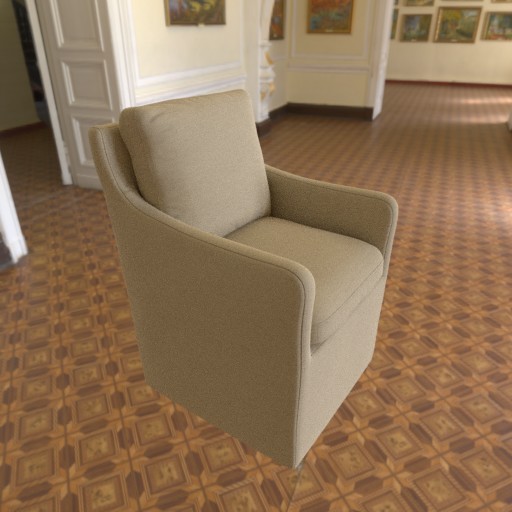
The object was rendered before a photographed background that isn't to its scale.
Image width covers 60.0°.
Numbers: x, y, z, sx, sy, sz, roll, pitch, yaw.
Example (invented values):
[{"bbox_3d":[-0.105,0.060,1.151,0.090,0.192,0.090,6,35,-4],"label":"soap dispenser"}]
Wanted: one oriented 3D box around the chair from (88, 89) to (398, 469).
[{"bbox_3d":[0.000,0.000,1.382,0.694,0.914,0.626,18,32,30],"label":"chair"}]
